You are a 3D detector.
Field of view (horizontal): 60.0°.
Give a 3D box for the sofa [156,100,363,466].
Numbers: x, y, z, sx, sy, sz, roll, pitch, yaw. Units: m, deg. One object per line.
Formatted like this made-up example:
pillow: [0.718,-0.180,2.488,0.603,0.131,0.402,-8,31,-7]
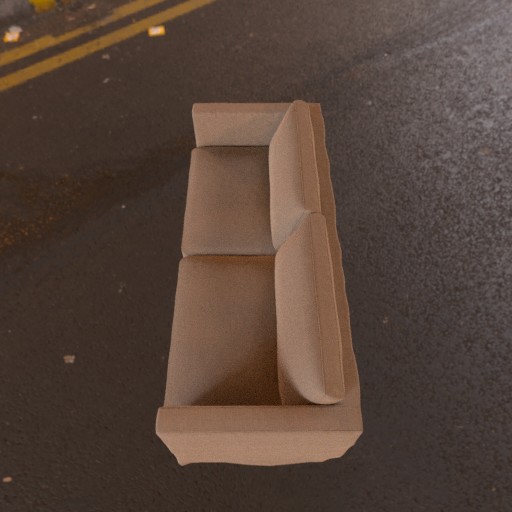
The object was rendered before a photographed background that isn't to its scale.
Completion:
sofa: [0.000,0.000,2.795,0.956,0.847,2.296,0,56,0]
